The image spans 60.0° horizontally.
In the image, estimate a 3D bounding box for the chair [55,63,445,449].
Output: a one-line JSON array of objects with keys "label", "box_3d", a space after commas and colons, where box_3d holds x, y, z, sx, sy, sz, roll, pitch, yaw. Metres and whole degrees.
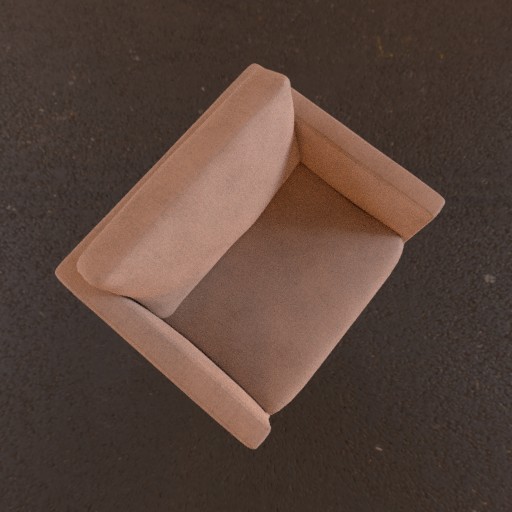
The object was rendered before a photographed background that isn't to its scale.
[{"label": "chair", "box_3d": [0.000, 0.000, 1.841, 0.959, 0.961, 1.133, 39, 79, 9]}]
